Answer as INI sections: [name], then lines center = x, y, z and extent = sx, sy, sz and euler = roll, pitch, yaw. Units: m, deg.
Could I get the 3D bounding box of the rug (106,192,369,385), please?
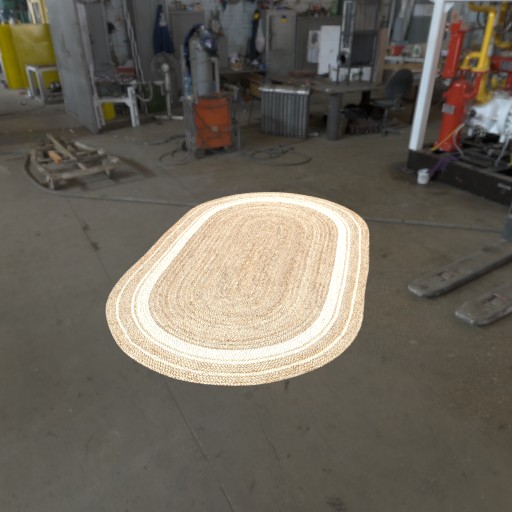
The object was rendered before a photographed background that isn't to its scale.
[rug]
center = 0.000, 0.000, 3.066
extent = 1.520, 0.006, 2.432
euler = 7, 30, 13
